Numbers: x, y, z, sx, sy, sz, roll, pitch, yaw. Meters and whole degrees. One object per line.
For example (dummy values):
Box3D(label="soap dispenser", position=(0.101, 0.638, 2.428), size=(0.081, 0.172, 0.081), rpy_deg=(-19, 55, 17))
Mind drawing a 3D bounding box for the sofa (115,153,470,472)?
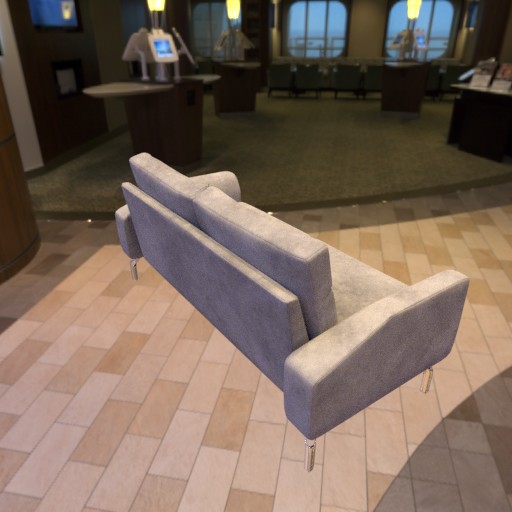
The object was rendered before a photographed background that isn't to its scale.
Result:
Box3D(label="sofa", position=(0.000, 0.000, 2.298), size=(0.849, 0.859, 1.837), rpy_deg=(-18, 32, -31))
